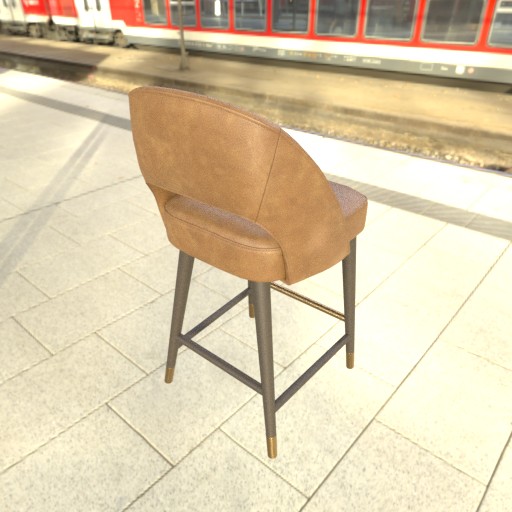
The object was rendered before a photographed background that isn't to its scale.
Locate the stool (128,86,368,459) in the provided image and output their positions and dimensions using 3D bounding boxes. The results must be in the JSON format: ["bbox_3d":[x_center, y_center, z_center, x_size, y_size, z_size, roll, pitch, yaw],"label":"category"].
[{"bbox_3d":[0.000,0.000,1.216,0.494,0.940,0.509,23,38,33],"label":"stool"}]
